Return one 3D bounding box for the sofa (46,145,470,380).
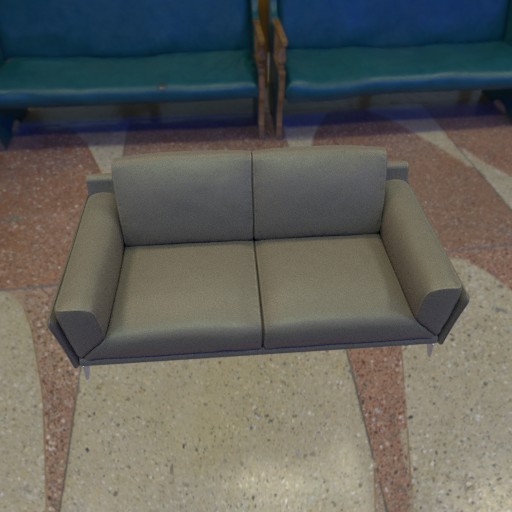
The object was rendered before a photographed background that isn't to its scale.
[{"bbox_3d":[0.000,0.000,2.603,2.101,0.930,1.049,-3,45,-3],"label":"sofa"}]
